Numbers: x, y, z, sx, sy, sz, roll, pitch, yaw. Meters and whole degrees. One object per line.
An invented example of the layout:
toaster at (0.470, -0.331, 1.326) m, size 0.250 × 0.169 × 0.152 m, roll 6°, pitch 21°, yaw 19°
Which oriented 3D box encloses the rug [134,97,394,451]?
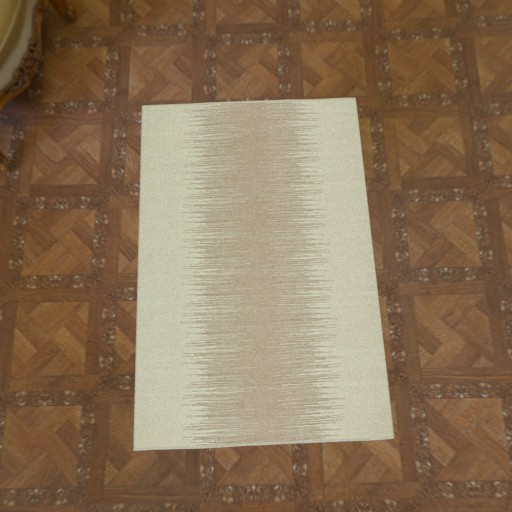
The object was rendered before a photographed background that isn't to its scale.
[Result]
rug at (0.000, 0.000, 2.325) m, size 1.234 × 0.006 × 1.850 m, roll -2°, pitch 75°, yaw -1°
